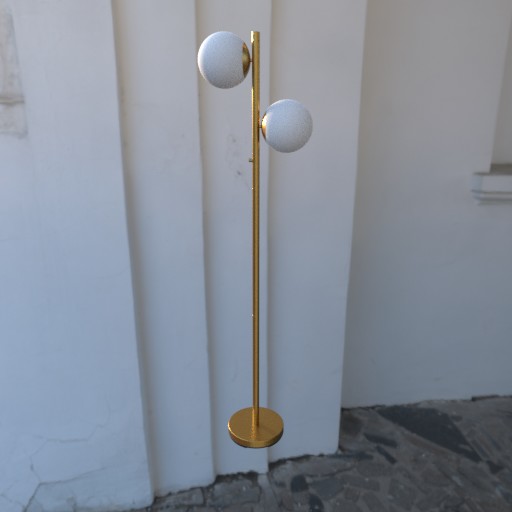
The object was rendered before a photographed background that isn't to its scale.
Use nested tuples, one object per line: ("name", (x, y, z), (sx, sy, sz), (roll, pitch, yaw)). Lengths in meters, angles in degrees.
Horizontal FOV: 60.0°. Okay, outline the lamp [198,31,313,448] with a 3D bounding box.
("lamp", (0.000, 0.000, 1.780), (0.419, 1.641, 0.249), (2, 16, 6))
